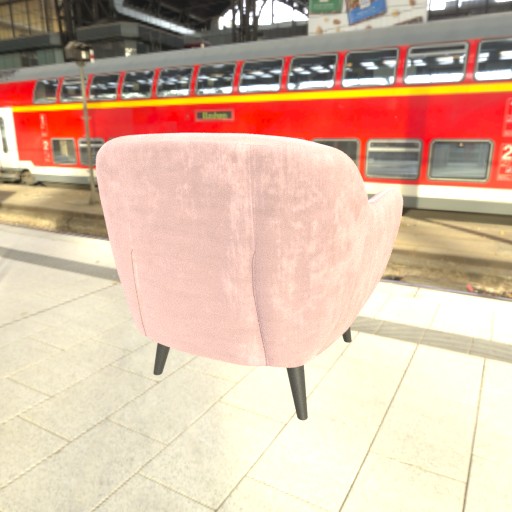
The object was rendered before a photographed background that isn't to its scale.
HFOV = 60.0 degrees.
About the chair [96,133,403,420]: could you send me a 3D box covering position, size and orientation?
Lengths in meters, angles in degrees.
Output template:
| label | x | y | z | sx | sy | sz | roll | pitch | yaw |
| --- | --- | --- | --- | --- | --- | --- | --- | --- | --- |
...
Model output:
| label | x | y | z | sx | sy | sz | roll | pitch | yaw |
| --- | --- | --- | --- | --- | --- | --- | --- | --- | --- |
| chair | 0.000 | 0.000 | 1.534 | 0.840 | 0.820 | 0.820 | 8 | 17 | 27 |
